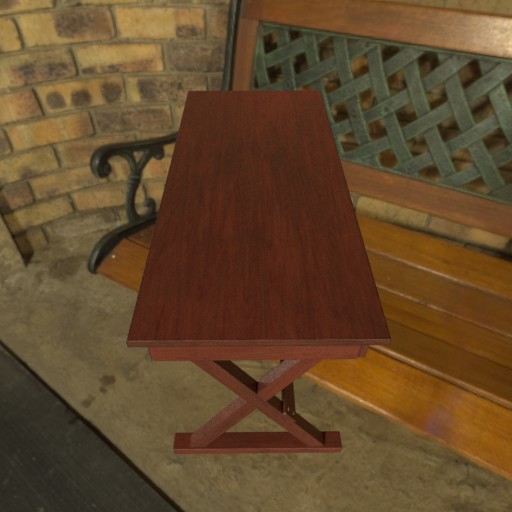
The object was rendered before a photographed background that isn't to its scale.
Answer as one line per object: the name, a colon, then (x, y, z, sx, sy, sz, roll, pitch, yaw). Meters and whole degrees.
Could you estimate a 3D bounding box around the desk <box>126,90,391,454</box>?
desk: (0.000, 0.000, 1.756, 0.600, 0.761, 1.372, 0, 43, 0)
